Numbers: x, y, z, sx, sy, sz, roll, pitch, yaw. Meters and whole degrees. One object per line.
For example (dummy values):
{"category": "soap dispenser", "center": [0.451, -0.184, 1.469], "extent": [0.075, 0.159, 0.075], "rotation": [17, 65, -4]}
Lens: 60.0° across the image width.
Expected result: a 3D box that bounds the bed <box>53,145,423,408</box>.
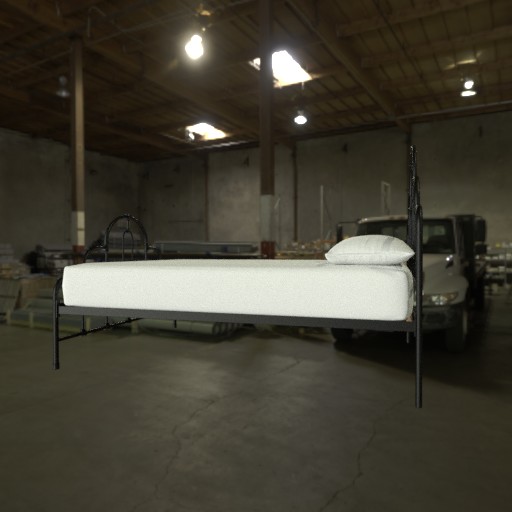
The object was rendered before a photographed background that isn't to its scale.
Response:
{"category": "bed", "center": [0.000, 0.000, 3.219], "extent": [2.181, 1.444, 1.626], "rotation": [0, 1, 17]}
